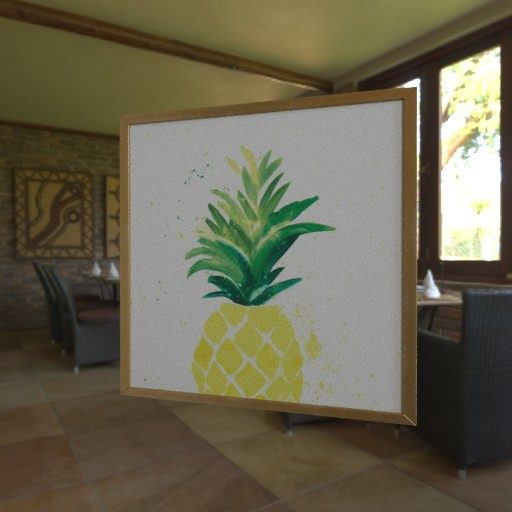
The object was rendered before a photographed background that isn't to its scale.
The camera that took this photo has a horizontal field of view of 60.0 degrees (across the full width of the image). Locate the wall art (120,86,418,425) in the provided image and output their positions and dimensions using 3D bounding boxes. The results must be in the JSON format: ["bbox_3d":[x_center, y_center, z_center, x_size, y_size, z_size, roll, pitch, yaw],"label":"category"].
[{"bbox_3d":[0.000,0.000,1.117,0.762,0.760,0.037,0,1,16],"label":"wall art"}]
